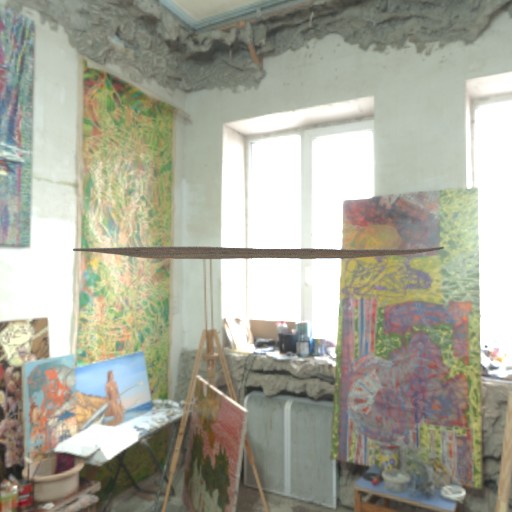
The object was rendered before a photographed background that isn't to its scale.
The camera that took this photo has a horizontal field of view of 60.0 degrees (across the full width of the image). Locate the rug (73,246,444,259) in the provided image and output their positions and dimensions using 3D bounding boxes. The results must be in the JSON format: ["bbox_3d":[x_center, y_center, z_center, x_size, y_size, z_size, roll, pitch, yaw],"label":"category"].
[{"bbox_3d":[0.000,0.000,3.039,1.537,0.029,2.439,0,-1,-1],"label":"rug"}]
